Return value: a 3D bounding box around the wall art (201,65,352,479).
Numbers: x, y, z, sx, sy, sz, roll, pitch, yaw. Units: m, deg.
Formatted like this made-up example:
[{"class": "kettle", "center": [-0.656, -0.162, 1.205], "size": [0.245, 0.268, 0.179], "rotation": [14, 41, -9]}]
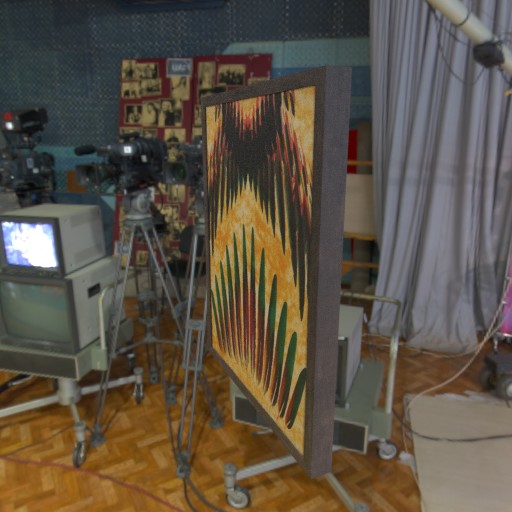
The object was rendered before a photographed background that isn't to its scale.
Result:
[{"class": "wall art", "center": [0.000, 0.000, 0.565], "size": [0.027, 0.406, 0.329], "rotation": [-7, 16, -24]}]
